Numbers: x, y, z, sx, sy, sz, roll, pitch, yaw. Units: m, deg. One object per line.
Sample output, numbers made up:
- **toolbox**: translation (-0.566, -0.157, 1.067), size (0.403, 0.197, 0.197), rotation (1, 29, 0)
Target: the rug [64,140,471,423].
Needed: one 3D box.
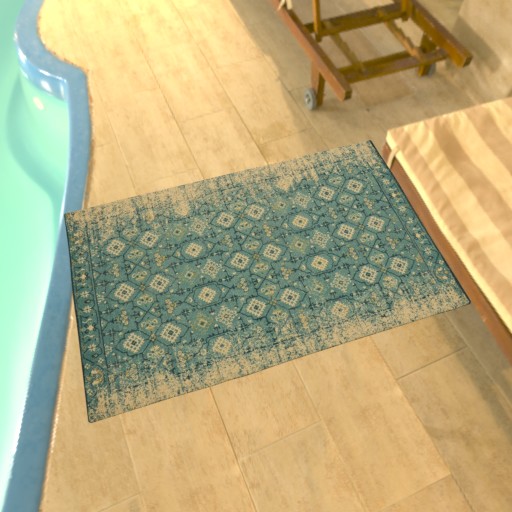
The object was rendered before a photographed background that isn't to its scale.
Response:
- **rug**: translation (0.000, 0.000, 3.033), size (2.449, 0.015, 1.530), rotation (-15, 60, -9)
